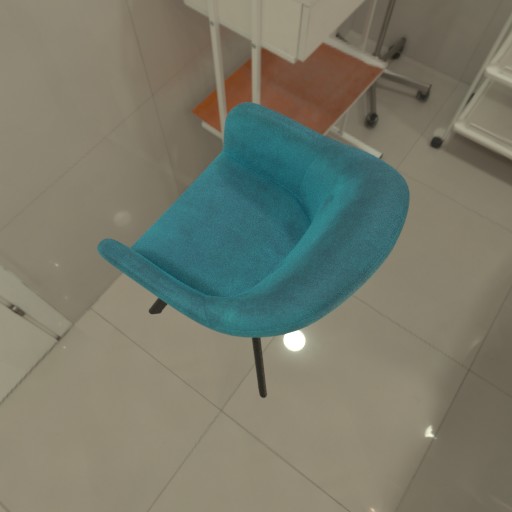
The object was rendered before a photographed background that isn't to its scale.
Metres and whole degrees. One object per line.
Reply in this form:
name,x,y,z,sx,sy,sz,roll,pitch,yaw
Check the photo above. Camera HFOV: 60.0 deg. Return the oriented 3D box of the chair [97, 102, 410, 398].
chair,0.000,0.000,1.155,0.570,0.780,0.540,33,69,15
